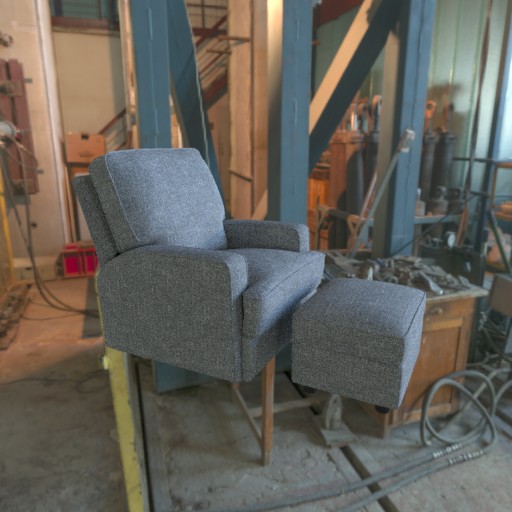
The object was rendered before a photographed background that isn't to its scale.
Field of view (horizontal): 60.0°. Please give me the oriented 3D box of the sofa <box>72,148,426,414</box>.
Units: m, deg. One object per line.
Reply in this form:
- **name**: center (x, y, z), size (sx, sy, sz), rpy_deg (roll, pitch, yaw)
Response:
- **sofa**: center (0.000, 0.000, 2.055), size (1.472, 0.959, 0.861), rpy_deg (8, 17, 26)
